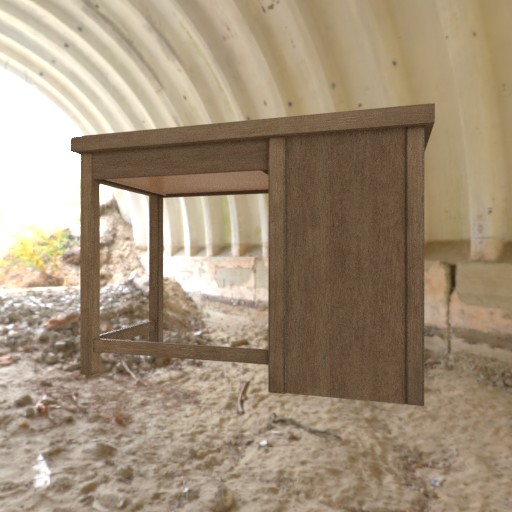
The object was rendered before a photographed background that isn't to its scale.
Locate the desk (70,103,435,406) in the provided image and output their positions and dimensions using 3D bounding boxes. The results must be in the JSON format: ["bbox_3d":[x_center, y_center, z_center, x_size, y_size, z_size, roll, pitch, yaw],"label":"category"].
[{"bbox_3d":[0.000,0.000,1.788,1.289,0.912,0.610,0,0,17],"label":"desk"}]
